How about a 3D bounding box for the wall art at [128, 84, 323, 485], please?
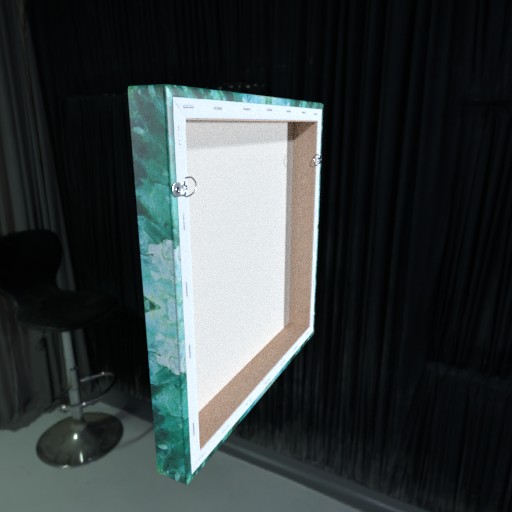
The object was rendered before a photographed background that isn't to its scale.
[{"bbox_3d":[0.000,0.000,0.463,0.033,0.313,0.313,8,18,26],"label":"wall art"}]
